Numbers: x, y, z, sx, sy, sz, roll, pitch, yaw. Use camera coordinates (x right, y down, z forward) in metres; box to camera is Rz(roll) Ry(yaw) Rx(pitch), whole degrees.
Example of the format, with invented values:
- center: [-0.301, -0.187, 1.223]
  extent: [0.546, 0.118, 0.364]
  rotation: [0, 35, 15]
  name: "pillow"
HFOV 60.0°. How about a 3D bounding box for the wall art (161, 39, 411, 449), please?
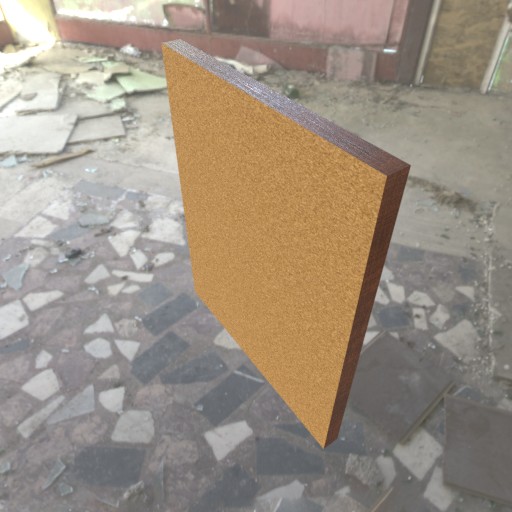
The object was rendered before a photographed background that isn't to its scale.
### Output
- center: [0.000, 0.000, 0.748]
  extent: [0.033, 0.567, 0.467]
  rotation: [-25, 48, -25]
  name: "wall art"
